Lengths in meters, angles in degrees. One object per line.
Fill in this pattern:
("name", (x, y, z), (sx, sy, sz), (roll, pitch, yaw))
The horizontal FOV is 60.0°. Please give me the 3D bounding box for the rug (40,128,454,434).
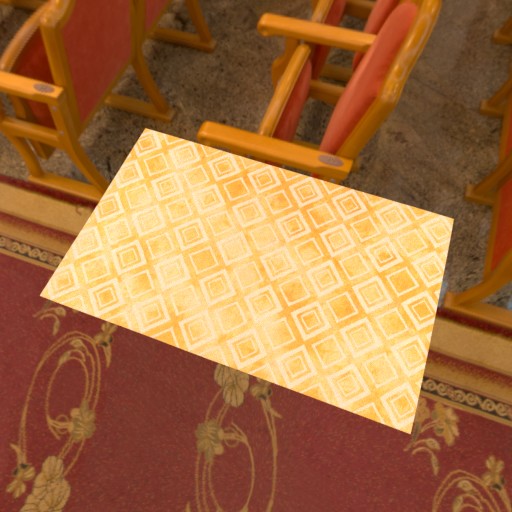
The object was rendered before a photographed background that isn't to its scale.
("rug", (0.000, 0.000, 2.998), (2.424, 0.010, 1.511), (18, 65, 9))
